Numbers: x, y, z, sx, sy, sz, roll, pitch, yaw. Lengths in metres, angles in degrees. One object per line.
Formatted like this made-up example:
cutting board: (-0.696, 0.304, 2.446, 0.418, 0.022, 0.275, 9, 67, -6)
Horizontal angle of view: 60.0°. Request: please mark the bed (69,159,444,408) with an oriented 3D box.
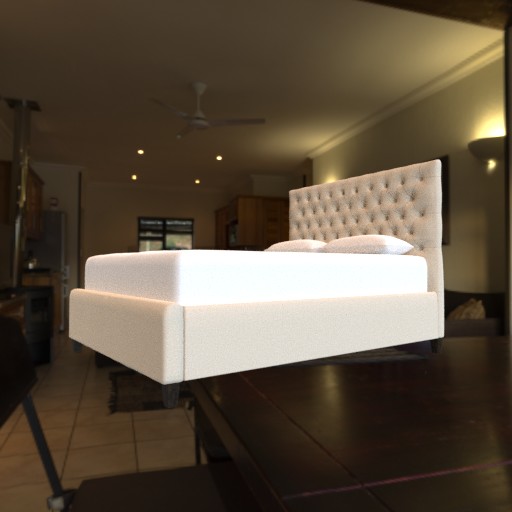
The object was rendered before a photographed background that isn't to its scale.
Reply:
bed: (0.000, 0.000, 3.292, 2.233, 1.426, 1.696, 1, -2, -36)
